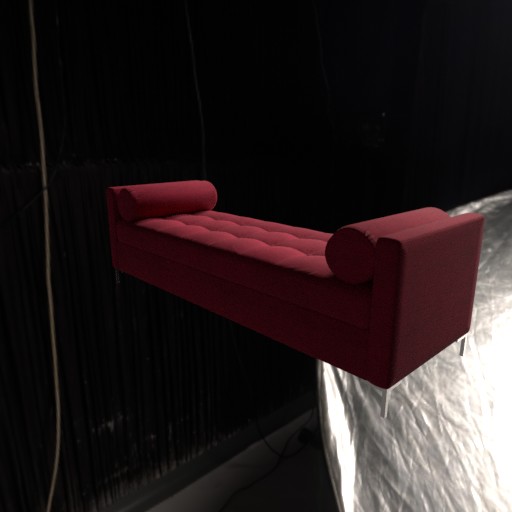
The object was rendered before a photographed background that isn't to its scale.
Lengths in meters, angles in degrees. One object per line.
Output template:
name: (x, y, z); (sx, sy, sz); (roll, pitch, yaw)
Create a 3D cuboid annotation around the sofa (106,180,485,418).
sofa: (0.000, 0.000, 2.328); (0.686, 0.635, 1.981); (-14, 20, -41)
